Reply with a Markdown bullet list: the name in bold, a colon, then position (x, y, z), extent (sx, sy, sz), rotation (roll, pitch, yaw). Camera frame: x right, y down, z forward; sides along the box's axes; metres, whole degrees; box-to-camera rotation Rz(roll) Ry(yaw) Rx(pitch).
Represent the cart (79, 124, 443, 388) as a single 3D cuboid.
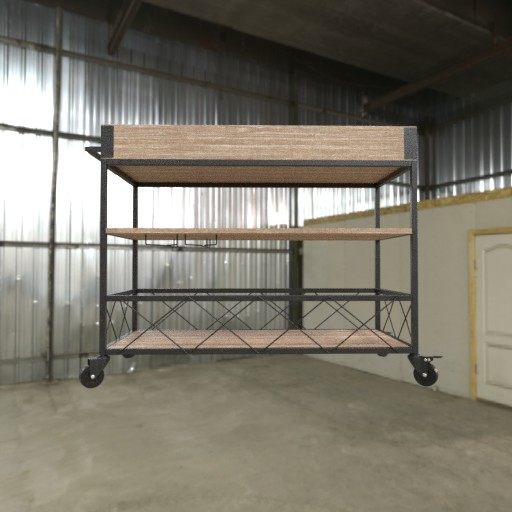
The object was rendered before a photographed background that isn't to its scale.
- **cart**: position (0.000, 0.000, 1.538), extent (1.101, 0.787, 0.500), rotation (0, -1, -1)
